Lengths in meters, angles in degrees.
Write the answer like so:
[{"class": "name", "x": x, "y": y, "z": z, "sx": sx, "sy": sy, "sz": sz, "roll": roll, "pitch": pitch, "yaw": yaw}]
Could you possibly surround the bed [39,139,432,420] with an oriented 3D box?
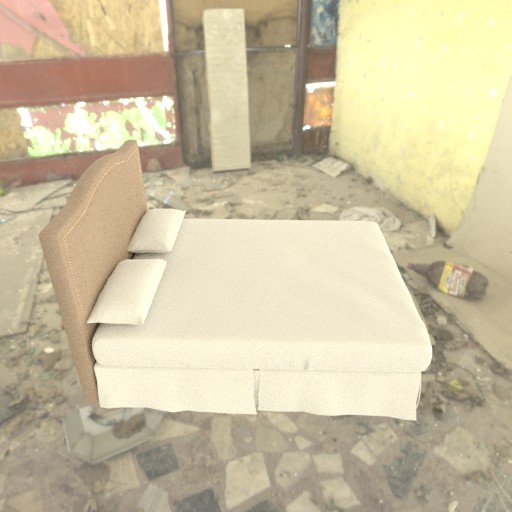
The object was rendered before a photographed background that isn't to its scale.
[{"class": "bed", "x": 0.000, "y": 0.000, "z": 3.377, "sx": 2.282, "sy": 1.436, "sz": 1.821, "roll": 1, "pitch": 31, "yaw": 1}]
